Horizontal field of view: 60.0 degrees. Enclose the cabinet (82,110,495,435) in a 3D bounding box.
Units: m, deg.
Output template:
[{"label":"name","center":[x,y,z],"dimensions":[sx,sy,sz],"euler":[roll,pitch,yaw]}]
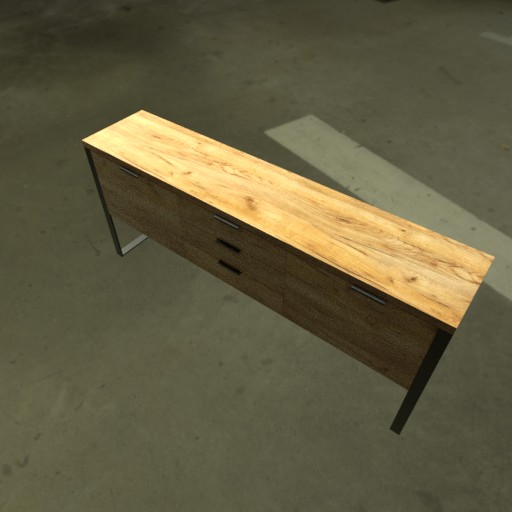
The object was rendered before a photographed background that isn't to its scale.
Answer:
[{"label":"cabinet","center":[0.000,0.000,2.094],"dimensions":[1.800,0.762,0.395],"euler":[28,51,25]}]
